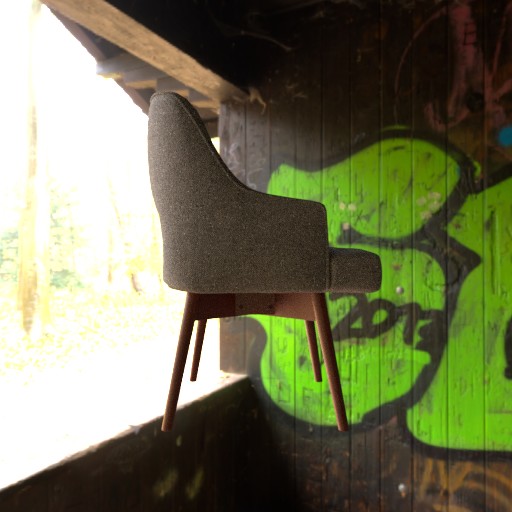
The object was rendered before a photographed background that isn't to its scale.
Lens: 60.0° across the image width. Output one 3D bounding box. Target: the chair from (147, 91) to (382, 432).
[{"bbox_3d":[0.000,0.000,1.338,0.629,0.875,0.608,0,-1,0],"label":"chair"}]
